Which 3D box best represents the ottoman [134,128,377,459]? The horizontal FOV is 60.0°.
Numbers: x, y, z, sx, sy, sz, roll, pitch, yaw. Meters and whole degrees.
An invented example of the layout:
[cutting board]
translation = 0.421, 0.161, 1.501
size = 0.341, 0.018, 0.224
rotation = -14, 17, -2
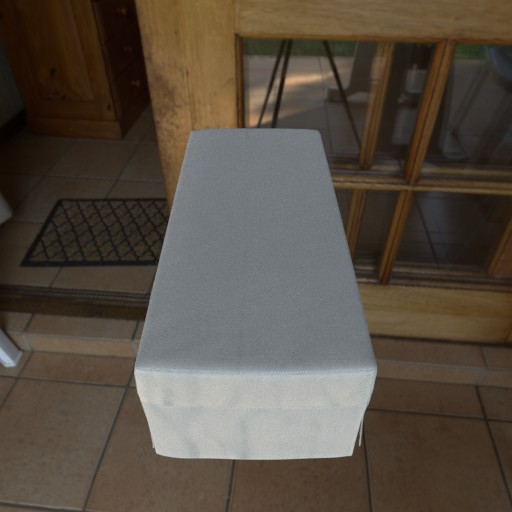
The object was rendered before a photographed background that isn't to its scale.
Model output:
[ottoman]
translation = 0.000, 0.000, 1.738
size = 0.665, 0.457, 1.388
rotation = 0, 41, 0
